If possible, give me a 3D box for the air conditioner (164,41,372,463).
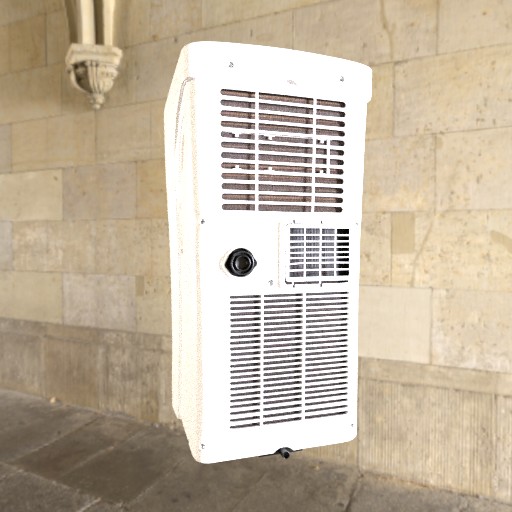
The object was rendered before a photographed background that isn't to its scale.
[{"bbox_3d":[0.000,0.000,0.928,0.352,0.716,0.369,-1,2,-18],"label":"air conditioner"}]
